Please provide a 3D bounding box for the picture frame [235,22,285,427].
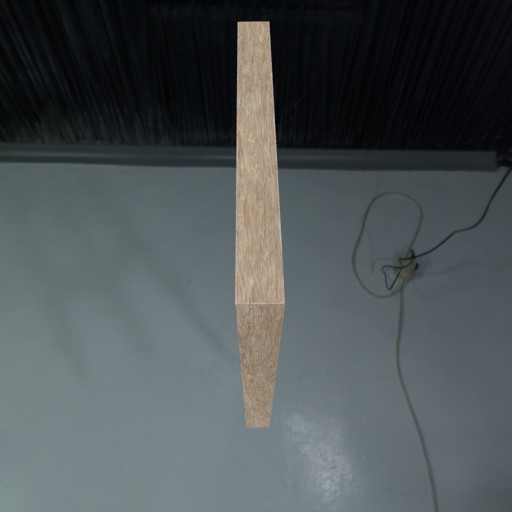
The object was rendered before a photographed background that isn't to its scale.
[{"bbox_3d":[0.000,0.000,0.716,0.043,0.526,0.424,-1,58,0],"label":"picture frame"}]
